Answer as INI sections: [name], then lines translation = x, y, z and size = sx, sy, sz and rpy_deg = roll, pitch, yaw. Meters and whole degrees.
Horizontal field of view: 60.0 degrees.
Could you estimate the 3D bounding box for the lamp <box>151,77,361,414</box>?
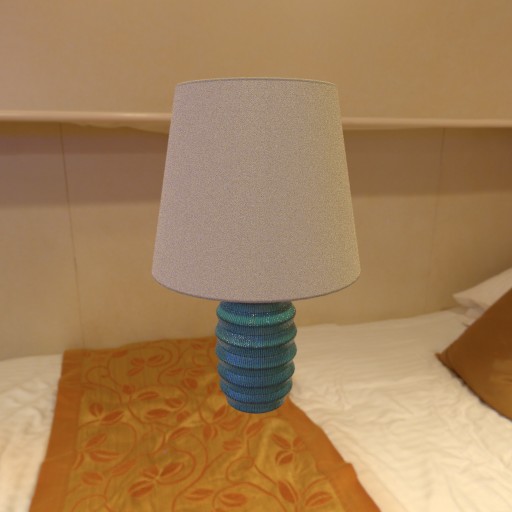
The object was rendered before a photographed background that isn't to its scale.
[lamp]
translation = 0.000, 0.000, 0.549
size = 0.254, 0.392, 0.254
rpy_deg = 0, 15, 0
